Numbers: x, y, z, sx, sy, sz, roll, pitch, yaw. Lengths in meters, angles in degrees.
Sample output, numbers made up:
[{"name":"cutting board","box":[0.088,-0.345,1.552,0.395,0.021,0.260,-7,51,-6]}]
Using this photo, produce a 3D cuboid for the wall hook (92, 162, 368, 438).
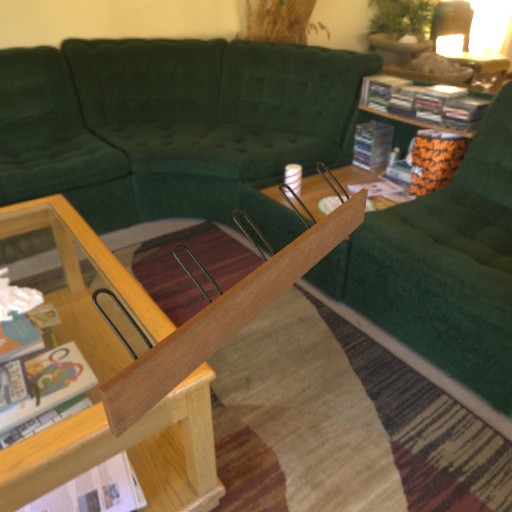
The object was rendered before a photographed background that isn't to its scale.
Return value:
[{"name":"wall hook","box":[0.000,0.000,0.607,0.076,0.116,0.554,22,38,30]}]
